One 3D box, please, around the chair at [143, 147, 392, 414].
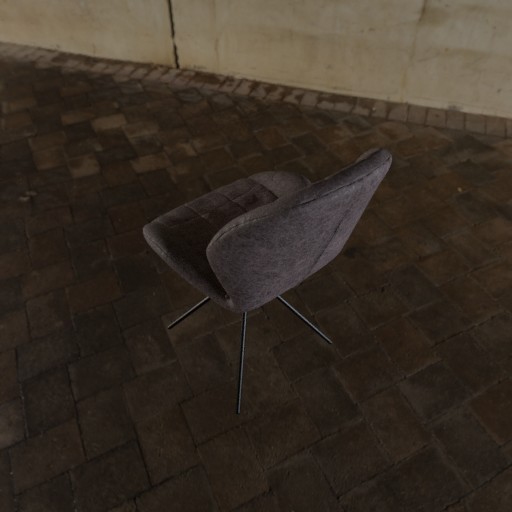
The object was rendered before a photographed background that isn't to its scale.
[{"bbox_3d":[0.000,0.000,1.326,0.527,0.934,0.640,-30,53,-26],"label":"chair"}]
